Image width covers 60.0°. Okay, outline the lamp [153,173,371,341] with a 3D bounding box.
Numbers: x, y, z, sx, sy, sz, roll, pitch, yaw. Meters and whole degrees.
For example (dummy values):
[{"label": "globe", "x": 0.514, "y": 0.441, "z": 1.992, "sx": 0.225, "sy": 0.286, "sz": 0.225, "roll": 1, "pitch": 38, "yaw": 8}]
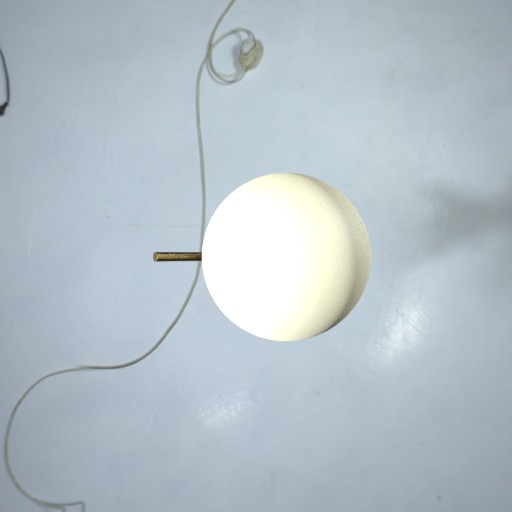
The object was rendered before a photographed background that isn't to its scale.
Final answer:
[{"label": "lamp", "x": 0.000, "y": 0.000, "z": 0.681, "sx": 0.251, "sy": 0.552, "sz": 0.210, "roll": 0, "pitch": 90, "yaw": 0}]
